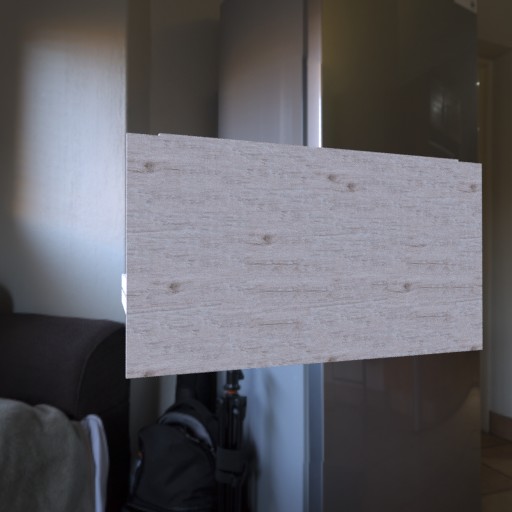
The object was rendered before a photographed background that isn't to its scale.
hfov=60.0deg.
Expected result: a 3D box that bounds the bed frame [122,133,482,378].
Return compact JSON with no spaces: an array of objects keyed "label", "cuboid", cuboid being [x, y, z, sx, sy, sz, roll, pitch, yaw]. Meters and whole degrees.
[{"label":"bed frame","cuboid":[0.000,0.000,2.982,1.750,0.970,2.080,0,-1,-18]}]
